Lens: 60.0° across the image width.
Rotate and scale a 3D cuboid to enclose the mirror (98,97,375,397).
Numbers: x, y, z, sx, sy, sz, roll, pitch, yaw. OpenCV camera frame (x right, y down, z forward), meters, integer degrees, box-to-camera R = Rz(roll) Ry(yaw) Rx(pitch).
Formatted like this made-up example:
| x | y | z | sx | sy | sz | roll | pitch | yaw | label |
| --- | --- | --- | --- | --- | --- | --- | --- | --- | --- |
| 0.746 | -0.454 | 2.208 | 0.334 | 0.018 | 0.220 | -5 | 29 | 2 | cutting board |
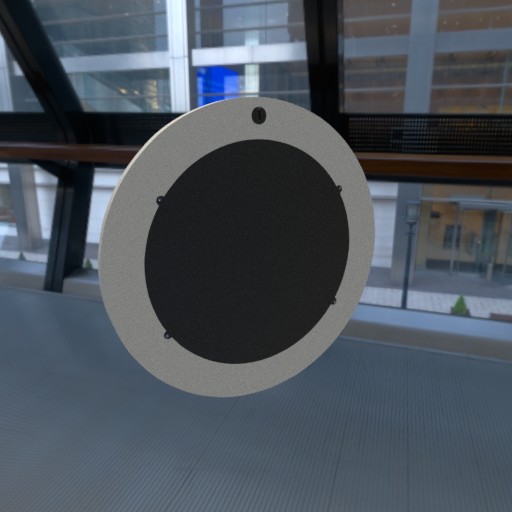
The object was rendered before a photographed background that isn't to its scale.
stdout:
| x | y | z | sx | sy | sz | roll | pitch | yaw | label |
| --- | --- | --- | --- | --- | --- | --- | --- | --- | --- |
| 0.000 | 0.000 | 1.353 | 0.914 | 0.914 | 0.038 | -8 | 17 | -27 | mirror |
